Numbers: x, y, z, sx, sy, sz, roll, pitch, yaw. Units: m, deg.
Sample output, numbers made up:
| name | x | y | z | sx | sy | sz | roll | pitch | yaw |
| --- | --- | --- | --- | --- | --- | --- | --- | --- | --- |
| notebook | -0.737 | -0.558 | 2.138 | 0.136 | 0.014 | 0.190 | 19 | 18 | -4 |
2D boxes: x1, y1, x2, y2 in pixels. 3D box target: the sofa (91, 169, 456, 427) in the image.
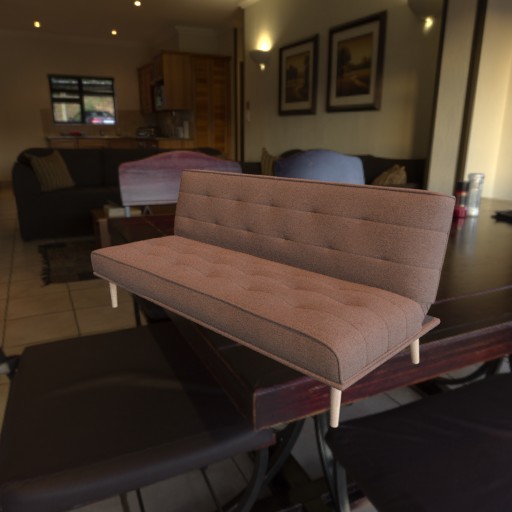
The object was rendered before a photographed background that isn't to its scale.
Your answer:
| name | x | y | z | sx | sy | sz | roll | pitch | yaw |
| --- | --- | --- | --- | --- | --- | --- | --- | --- | --- |
| sofa | 0.000 | 0.000 | 2.388 | 1.820 | 0.810 | 1.038 | 15 | 21 | 43 |
